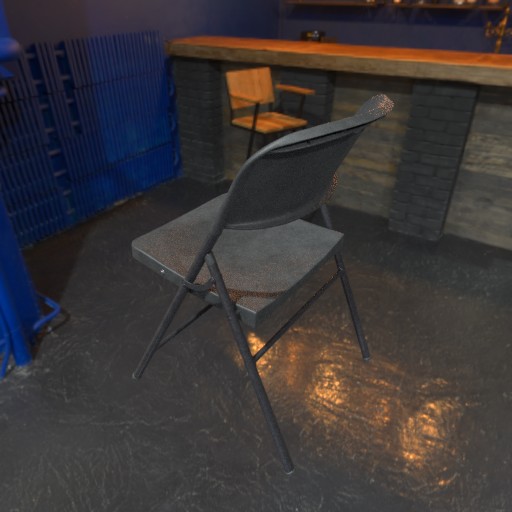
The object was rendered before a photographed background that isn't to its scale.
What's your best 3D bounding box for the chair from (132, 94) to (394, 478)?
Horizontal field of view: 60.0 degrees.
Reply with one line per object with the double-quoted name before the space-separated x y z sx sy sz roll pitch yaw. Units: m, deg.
"chair" 0.000 0.000 1.146 0.566 0.810 0.494 20 36 29
